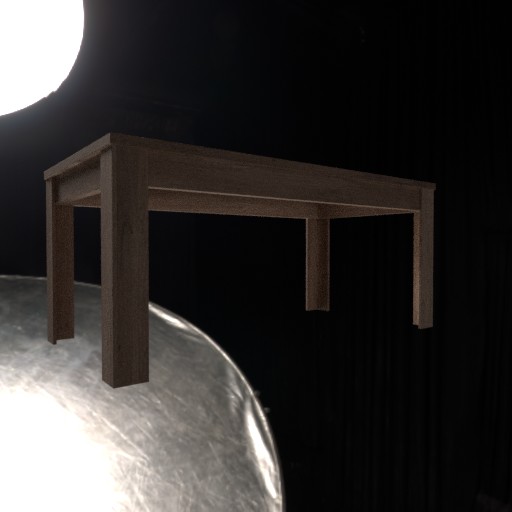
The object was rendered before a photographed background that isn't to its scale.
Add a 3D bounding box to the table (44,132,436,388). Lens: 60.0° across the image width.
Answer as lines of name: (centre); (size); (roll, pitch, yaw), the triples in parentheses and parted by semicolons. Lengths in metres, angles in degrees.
table: (0.000, 0.000, 2.261); (1.800, 0.790, 0.900); (-1, 1, -37)
